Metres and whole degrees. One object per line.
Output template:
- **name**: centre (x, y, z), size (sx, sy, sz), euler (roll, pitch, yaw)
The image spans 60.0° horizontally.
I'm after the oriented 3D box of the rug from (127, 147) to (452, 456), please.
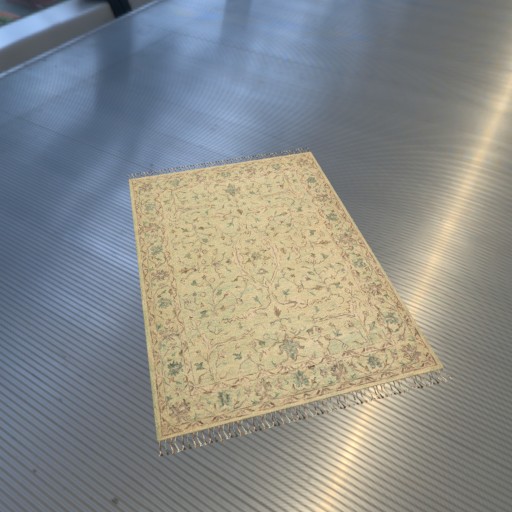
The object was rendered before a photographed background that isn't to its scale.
- **rug**: centre (0.000, 0.000, 2.345), size (1.247, 0.008, 1.802), euler (-11, 48, -10)
